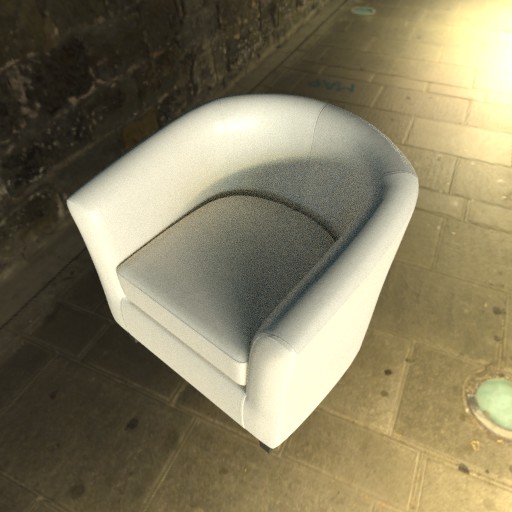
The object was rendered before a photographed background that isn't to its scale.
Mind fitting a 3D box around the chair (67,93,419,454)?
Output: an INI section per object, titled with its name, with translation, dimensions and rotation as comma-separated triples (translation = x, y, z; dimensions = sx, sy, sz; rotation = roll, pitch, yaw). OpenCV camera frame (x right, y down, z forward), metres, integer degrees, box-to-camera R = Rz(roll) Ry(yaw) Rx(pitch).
[chair]
translation = 0.000, 0.000, 1.392
dimensions = 0.792, 0.756, 0.727
rotation = 30, 52, 27
